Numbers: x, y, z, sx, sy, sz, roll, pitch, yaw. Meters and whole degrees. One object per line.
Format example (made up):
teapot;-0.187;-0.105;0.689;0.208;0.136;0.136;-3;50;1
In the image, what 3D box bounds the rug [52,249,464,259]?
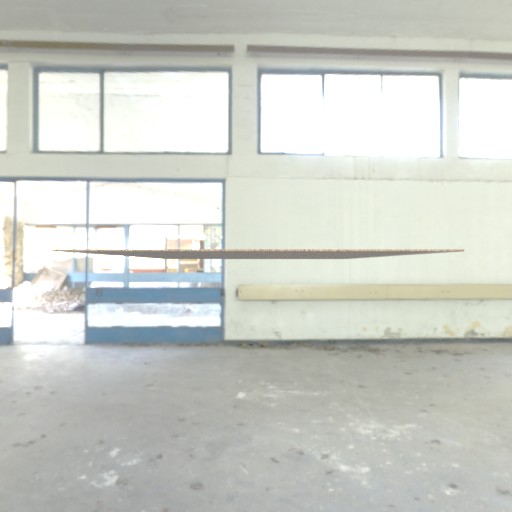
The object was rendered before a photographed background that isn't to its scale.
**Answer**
rug;0.000;0.000;4.219;2.448;0.013;3.205;0;-1;-1
